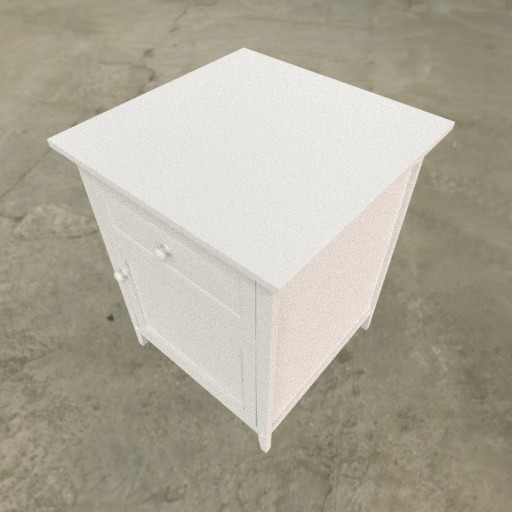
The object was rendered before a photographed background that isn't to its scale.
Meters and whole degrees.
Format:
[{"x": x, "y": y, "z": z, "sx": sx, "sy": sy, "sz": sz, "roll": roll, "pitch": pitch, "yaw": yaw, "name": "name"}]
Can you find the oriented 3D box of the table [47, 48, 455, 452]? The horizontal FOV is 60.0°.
[{"x": 0.000, "y": 0.000, "z": 0.758, "sx": 0.381, "sy": 0.483, "sz": 0.381, "roll": 32, "pitch": 54, "yaw": 26, "name": "table"}]
